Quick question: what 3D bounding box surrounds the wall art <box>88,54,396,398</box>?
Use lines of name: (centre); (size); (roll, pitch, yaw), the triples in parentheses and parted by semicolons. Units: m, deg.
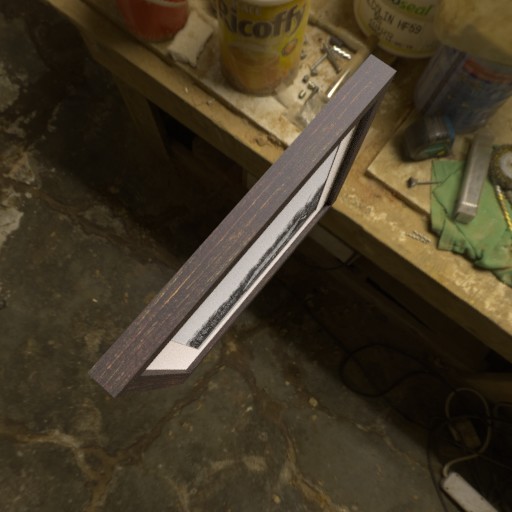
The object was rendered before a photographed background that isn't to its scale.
wall art: (0.000, 0.000, 0.544); (0.031, 0.330, 0.381); (39, 79, 9)
